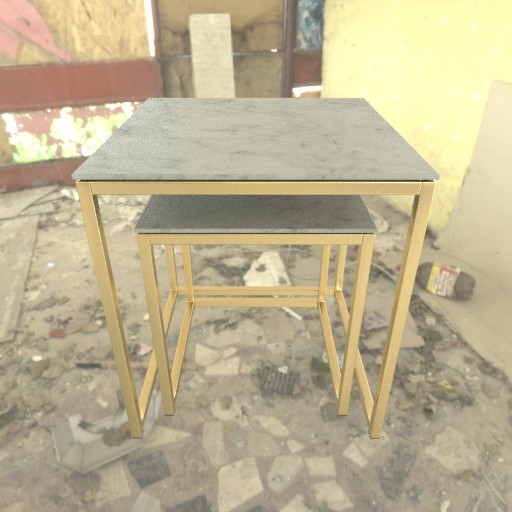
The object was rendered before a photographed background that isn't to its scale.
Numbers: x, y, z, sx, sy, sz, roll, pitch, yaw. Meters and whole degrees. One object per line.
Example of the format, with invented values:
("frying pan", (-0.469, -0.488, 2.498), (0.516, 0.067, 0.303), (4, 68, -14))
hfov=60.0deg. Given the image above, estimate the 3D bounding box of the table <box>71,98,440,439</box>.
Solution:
("table", (0.000, 0.000, 0.860), (0.450, 0.500, 0.450), (0, 31, 0))
